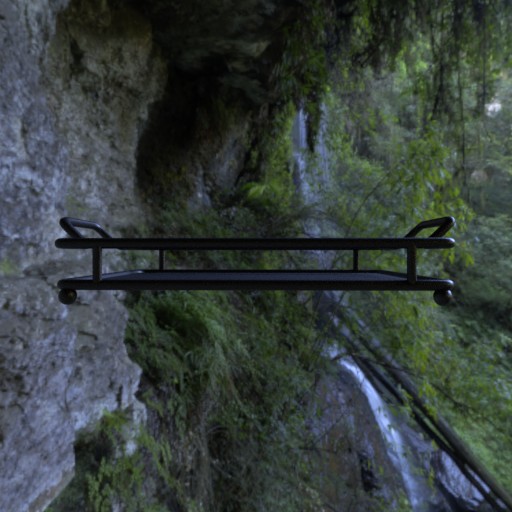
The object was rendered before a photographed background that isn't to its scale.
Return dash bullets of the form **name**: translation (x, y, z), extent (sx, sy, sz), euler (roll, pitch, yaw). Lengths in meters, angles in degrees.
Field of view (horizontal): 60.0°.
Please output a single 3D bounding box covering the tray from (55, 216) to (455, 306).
- **tray**: translation (0.000, 0.000, 0.604), extent (0.495, 0.101, 0.297), euler (0, 0, 1)
